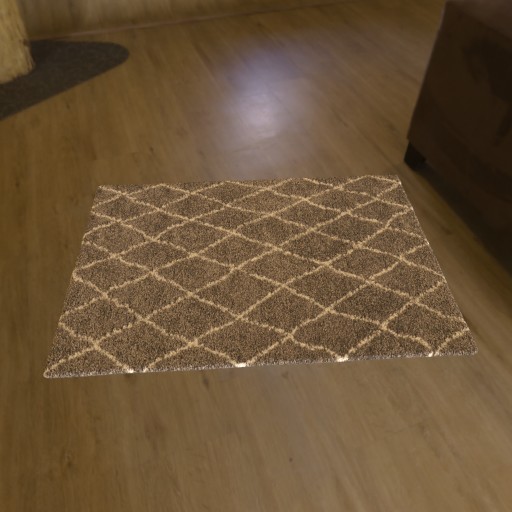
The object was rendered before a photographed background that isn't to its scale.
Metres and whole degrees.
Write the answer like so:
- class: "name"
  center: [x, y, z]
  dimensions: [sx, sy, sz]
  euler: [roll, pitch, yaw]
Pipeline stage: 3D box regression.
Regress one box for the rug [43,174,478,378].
- class: "rug"
  center: [0.000, 0.000, 2.217]
  dimensions: [1.778, 0.030, 1.219]
  euler: [-3, 47, -2]
